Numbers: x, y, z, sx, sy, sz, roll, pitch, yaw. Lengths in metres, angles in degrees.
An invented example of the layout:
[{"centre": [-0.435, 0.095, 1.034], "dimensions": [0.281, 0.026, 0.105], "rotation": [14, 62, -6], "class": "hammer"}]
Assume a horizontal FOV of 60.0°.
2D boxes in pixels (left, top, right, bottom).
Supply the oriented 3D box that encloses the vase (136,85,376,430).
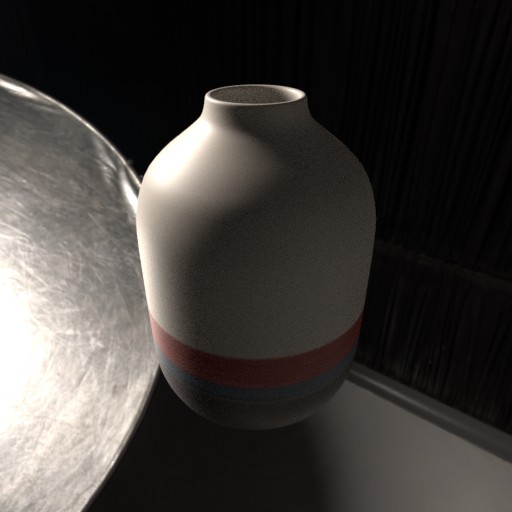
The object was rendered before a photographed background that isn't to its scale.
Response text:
[{"centre": [0.000, 0.000, 0.338], "dimensions": [0.169, 0.237, 0.169], "rotation": [0, 31, 0], "class": "vase"}]
